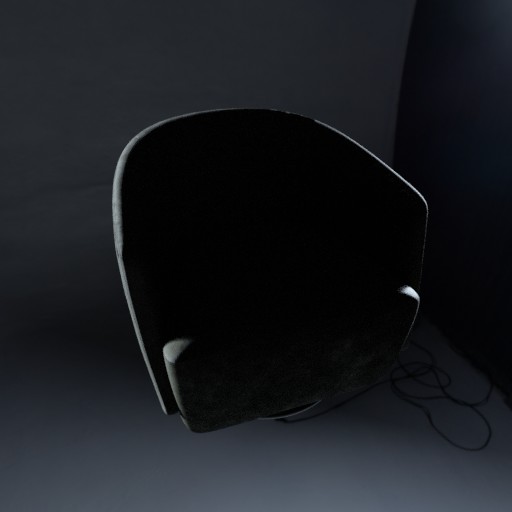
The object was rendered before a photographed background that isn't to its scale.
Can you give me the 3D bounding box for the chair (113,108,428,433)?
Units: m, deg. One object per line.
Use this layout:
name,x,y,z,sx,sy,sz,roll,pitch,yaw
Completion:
chair,0.000,0.000,1.327,0.773,0.698,0.767,-11,34,-16
